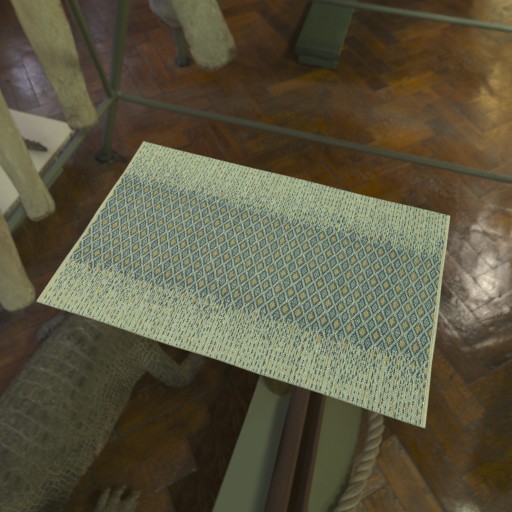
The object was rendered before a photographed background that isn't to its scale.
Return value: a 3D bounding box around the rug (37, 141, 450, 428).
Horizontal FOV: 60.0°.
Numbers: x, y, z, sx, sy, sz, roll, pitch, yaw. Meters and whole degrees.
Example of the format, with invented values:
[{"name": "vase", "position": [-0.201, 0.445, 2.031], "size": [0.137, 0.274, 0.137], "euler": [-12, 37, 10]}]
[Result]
[{"name": "rug", "position": [0.000, 0.000, 3.017], "size": [2.448, 0.008, 1.541], "euler": [16, 58, 10]}]
